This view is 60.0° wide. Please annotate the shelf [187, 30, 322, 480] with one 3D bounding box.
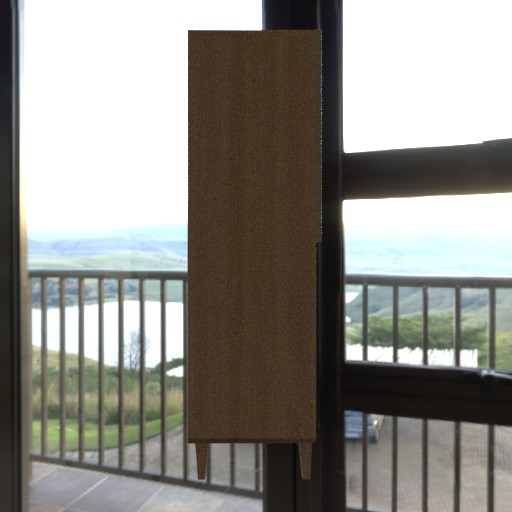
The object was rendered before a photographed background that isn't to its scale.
[{"bbox_3d":[0.000,0.000,1.870,0.434,1.405,0.995,0,0,0],"label":"shelf"}]
